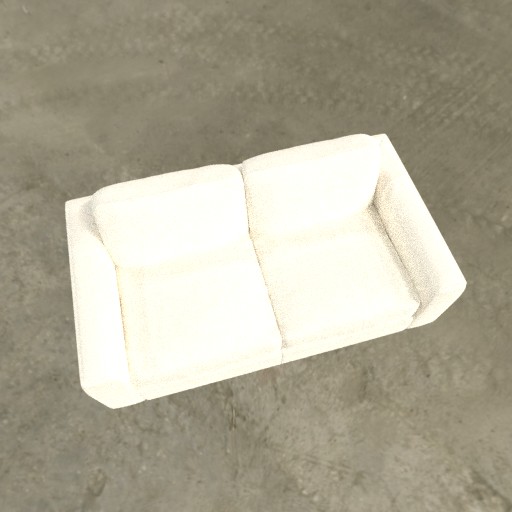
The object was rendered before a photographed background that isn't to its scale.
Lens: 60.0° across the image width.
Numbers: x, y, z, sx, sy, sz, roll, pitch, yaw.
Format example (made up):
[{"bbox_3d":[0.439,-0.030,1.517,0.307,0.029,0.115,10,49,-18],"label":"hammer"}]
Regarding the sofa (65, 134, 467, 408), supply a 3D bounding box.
[{"bbox_3d":[0.000,0.000,2.432,1.920,0.801,1.069,-14,63,-7],"label":"sofa"}]
